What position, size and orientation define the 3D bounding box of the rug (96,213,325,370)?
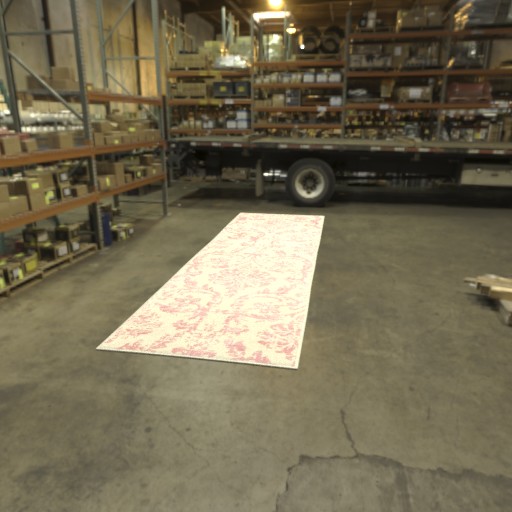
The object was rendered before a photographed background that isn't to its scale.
[{"bbox_3d":[0.000,0.000,2.418,0.662,0.011,2.196,3,18,10],"label":"rug"}]
